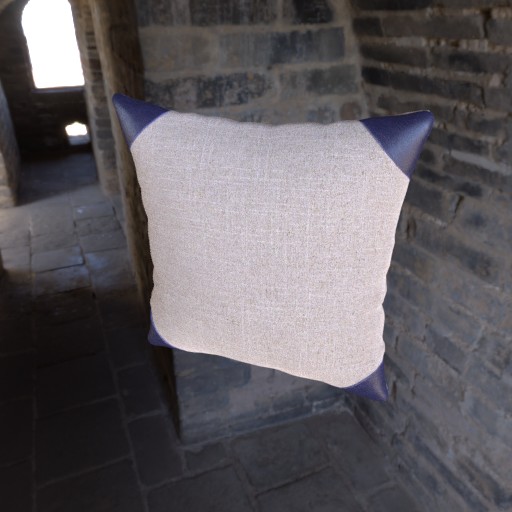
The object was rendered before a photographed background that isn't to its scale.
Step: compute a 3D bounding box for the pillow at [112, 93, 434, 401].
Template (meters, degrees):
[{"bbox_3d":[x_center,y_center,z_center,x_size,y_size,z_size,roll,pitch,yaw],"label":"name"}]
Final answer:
[{"bbox_3d":[0.000,0.000,0.663,0.440,0.441,0.147,9,28,17],"label":"pillow"}]
